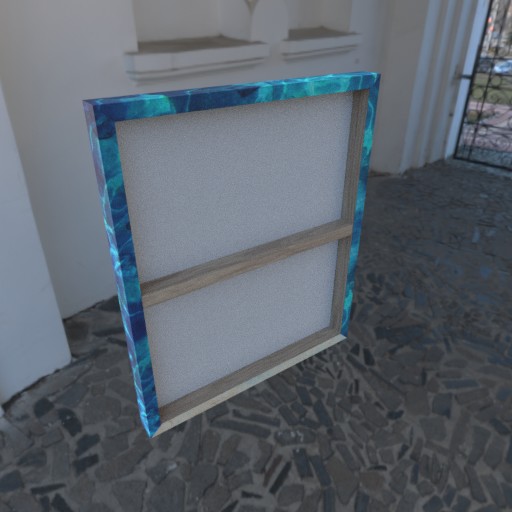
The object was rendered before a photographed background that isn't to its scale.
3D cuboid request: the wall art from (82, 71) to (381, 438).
[{"bbox_3d":[0.000,0.000,0.697,0.432,0.508,0.038,-19,34,-30],"label":"wall art"}]
